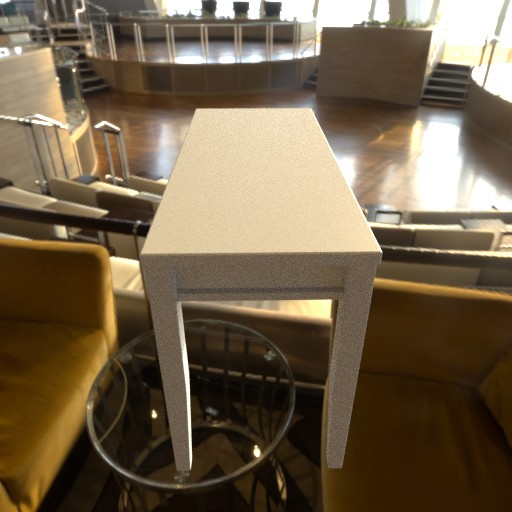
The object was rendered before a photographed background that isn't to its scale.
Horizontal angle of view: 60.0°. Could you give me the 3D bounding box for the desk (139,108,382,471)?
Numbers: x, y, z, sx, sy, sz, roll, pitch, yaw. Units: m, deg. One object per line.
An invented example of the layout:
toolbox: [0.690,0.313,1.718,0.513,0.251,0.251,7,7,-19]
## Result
desk: [0.000,0.000,1.643,0.508,0.775,1.220,-1,32,-1]
